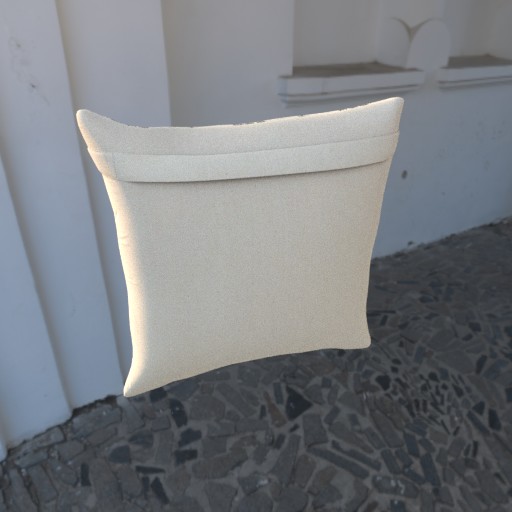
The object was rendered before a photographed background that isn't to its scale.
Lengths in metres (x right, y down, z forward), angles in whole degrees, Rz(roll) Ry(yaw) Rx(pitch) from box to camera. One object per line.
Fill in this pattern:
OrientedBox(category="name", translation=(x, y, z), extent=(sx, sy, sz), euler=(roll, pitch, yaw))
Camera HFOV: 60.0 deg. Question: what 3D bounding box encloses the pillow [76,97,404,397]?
OrientedBox(category="pillow", translation=(0.000, 0.000, 0.614), extent=(0.405, 0.406, 0.173), euler=(-8, 28, -15))
